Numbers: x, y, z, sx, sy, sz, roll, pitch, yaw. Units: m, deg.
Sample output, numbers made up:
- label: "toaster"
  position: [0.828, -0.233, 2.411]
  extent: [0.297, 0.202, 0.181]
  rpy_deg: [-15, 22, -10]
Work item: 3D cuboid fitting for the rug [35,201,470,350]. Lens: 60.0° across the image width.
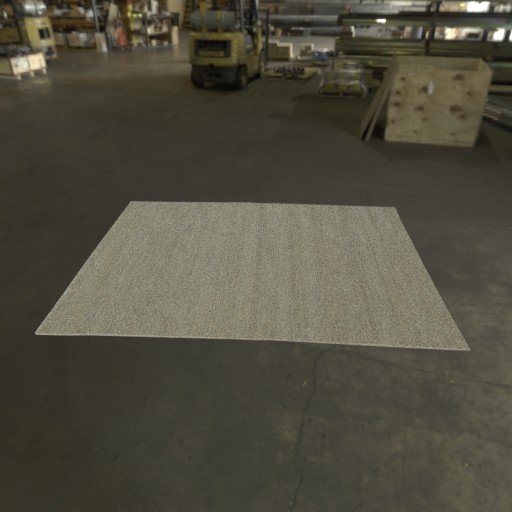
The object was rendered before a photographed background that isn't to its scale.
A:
- label: "rug"
  position: [0.000, 0.000, 4.849]
  extent: [3.626, 0.051, 2.757]
  rpy_deg: [2, 31, 3]
